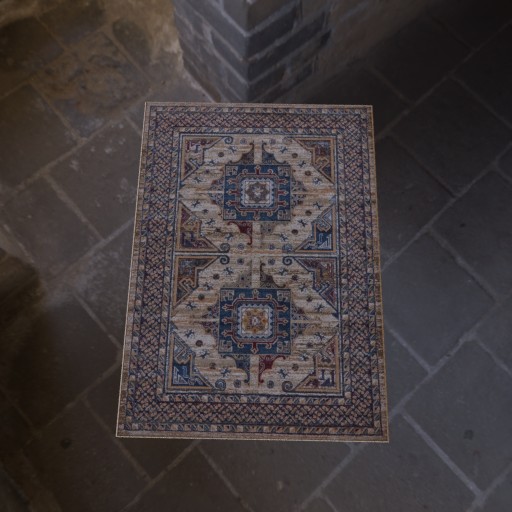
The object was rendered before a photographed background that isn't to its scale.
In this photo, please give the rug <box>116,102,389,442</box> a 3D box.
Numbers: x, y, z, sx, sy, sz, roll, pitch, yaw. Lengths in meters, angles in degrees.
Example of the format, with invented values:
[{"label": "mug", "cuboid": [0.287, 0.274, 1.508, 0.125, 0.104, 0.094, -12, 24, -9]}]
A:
[{"label": "rug", "cuboid": [0.000, 0.000, 2.879, 1.611, 0.008, 2.227, 1, 76, 0]}]
